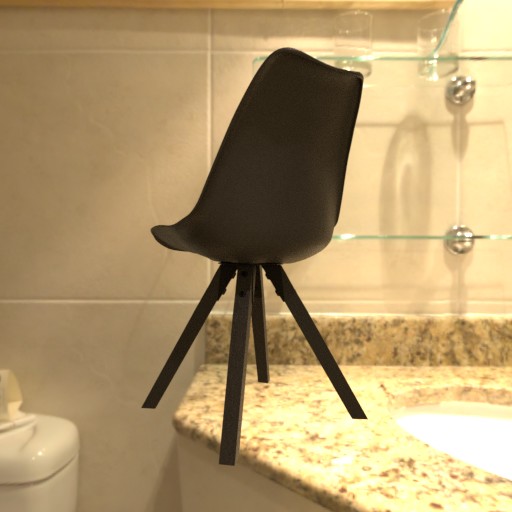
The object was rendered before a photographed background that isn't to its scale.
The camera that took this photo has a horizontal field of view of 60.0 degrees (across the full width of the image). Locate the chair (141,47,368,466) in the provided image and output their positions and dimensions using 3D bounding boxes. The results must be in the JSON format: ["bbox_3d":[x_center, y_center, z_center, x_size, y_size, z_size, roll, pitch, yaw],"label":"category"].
[{"bbox_3d":[0.000,0.000,1.174,0.485,0.850,0.550,0,1,-37],"label":"chair"}]
